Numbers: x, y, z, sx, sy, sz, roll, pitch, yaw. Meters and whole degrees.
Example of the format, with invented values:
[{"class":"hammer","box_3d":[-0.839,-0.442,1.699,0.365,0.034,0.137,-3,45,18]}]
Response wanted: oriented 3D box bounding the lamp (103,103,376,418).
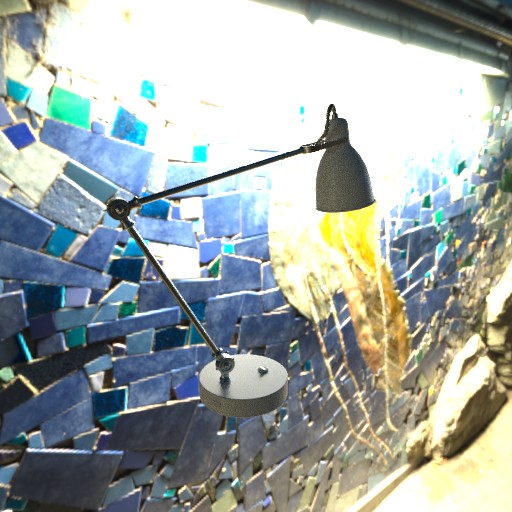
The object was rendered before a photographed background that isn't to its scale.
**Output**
[{"class":"lamp","box_3d":[0.000,0.000,0.881,0.561,0.587,0.187,-8,16,-27]}]
